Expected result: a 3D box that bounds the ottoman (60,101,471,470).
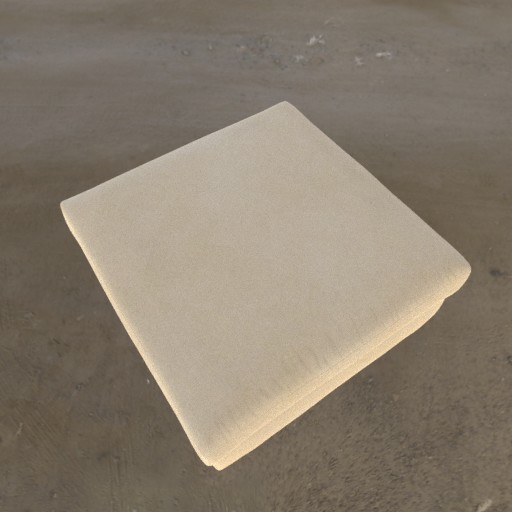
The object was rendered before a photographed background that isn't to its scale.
[{"bbox_3d":[0.000,0.000,1.867,1.190,0.522,1.205,-30,62,-18],"label":"ottoman"}]
